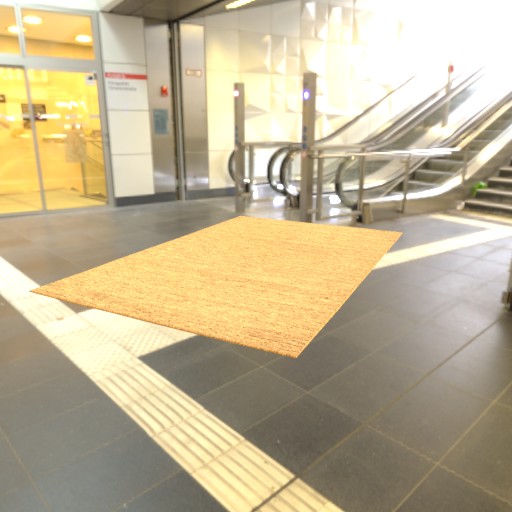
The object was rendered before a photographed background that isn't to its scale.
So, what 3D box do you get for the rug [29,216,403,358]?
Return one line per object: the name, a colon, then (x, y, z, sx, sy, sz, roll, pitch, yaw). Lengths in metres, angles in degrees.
rug: (0.000, 0.000, 2.403, 1.225, 0.013, 1.840, 8, 18, 26)
